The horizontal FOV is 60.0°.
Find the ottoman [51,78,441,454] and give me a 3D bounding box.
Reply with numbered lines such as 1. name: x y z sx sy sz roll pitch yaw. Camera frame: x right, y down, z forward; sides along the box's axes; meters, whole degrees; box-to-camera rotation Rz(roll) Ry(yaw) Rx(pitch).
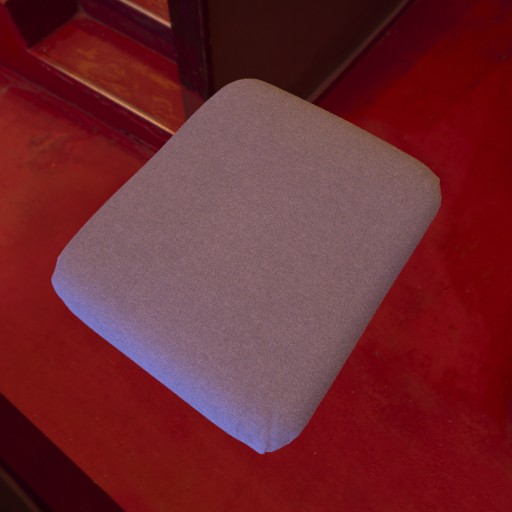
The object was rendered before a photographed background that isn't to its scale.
1. ottoman: 0.000 0.000 1.106 0.622 0.450 0.747 32 69 14
